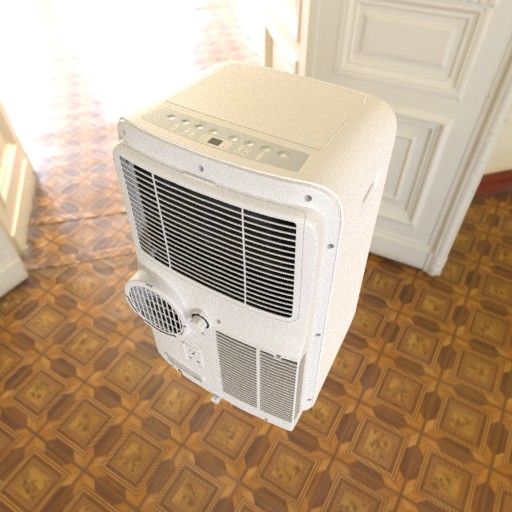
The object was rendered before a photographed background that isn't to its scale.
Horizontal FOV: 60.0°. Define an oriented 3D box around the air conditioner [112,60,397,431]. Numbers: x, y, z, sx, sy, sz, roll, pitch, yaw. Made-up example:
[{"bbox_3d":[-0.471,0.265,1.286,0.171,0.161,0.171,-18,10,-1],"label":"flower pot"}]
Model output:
[{"bbox_3d":[0.000,0.000,1.052,0.478,0.765,0.467,23,51,20],"label":"air conditioner"}]
